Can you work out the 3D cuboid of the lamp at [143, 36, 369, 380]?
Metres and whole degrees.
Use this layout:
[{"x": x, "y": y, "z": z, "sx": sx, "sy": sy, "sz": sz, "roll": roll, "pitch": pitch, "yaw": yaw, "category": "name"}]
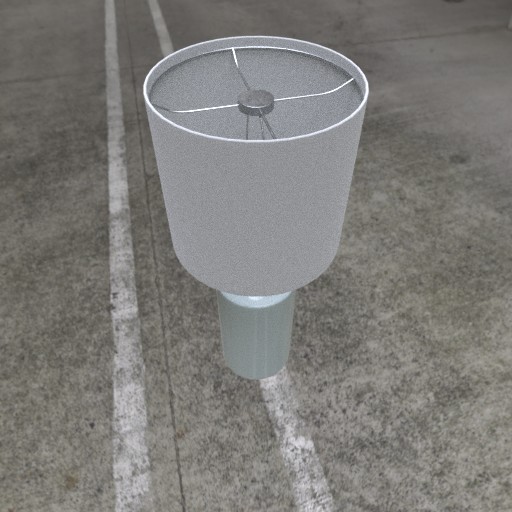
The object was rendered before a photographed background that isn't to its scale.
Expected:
[{"x": 0.000, "y": 0.000, "z": 0.602, "sx": 0.212, "sy": 0.493, "sz": 0.212, "roll": -11, "pitch": 48, "yaw": -10, "category": "lamp"}]
